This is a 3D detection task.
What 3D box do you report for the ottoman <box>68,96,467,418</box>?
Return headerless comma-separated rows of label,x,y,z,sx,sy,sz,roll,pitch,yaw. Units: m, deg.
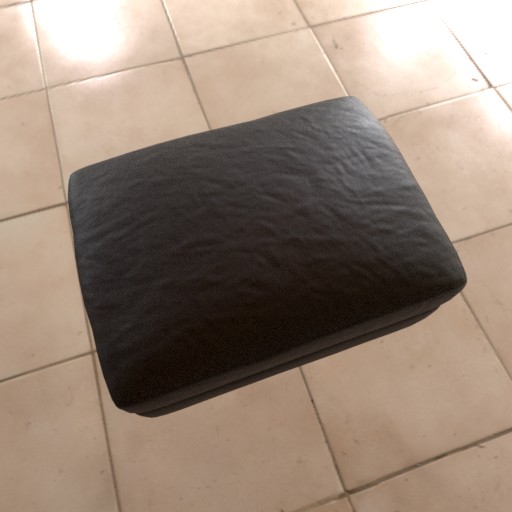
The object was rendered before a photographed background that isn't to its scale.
ottoman,0.000,0.000,1.265,0.887,0.529,0.659,-18,65,-8
